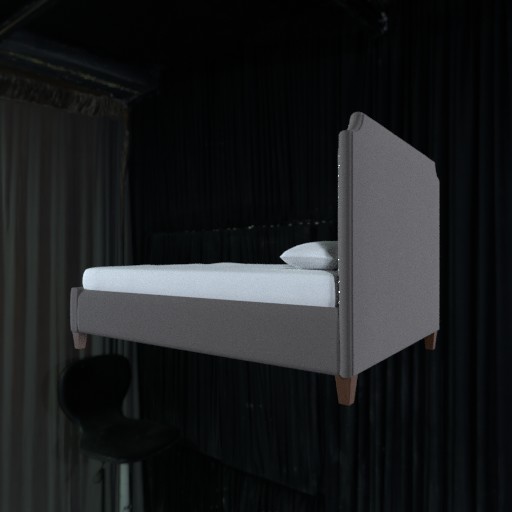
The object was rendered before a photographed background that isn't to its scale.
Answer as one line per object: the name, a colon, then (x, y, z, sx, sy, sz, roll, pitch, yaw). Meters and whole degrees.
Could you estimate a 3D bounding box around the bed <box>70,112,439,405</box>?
bed: (0.000, 0.000, 3.446, 2.372, 1.443, 1.713, 0, 0, 35)
